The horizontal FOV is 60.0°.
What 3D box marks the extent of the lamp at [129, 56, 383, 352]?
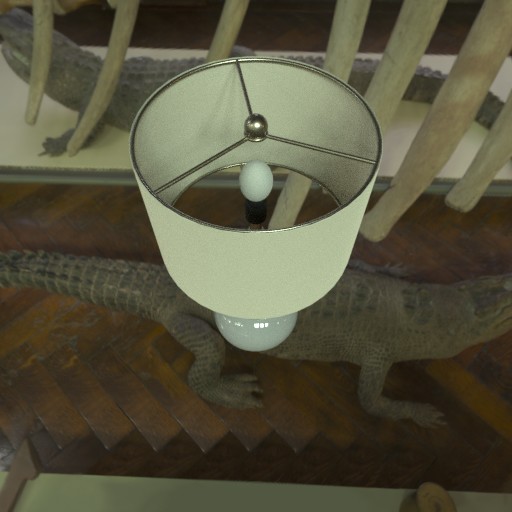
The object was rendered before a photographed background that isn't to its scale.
[{"bbox_3d":[0.000,0.000,0.931,0.367,0.730,0.367,1,57,1],"label":"lamp"}]
